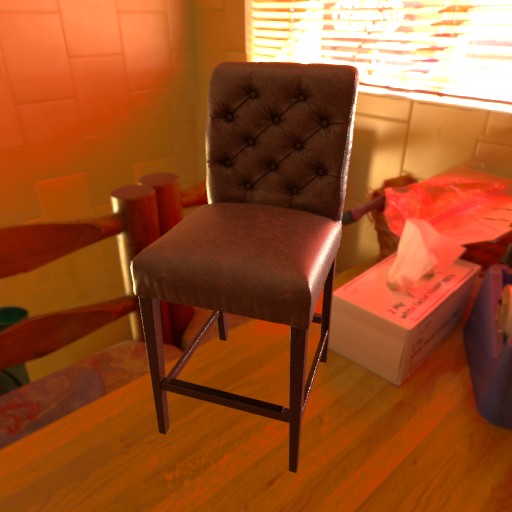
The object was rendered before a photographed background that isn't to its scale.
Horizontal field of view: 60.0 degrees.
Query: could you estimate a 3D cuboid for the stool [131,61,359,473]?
[{"bbox_3d":[0.000,0.000,1.400,0.486,1.084,0.660,9,30,16],"label":"stool"}]
